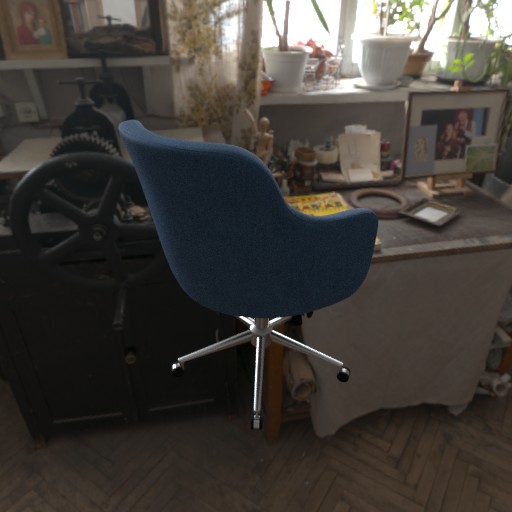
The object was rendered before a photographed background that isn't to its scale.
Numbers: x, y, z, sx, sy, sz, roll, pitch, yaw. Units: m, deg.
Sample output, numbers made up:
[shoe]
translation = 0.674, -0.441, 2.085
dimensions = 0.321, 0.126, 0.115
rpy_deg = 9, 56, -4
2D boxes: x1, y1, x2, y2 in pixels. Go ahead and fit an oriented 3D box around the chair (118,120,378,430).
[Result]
[chair]
translation = 0.000, 0.000, 1.266
dimensions = 0.599, 0.820, 0.655
rpy_deg = 23, 38, 33
